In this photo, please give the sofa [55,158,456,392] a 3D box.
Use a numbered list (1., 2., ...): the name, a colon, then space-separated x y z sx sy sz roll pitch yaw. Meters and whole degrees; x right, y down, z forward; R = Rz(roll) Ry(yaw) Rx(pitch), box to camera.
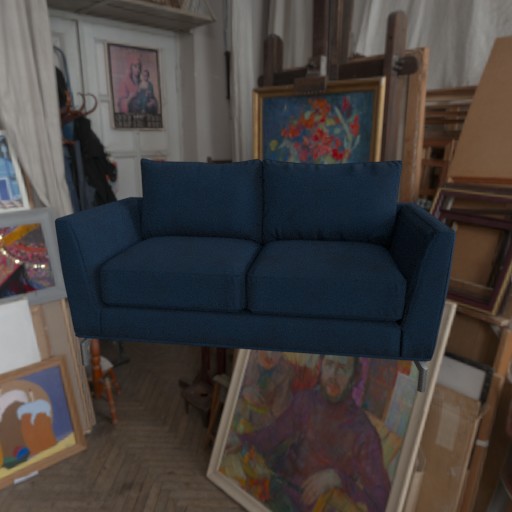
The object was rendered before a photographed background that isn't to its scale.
1. sofa: 0.000 0.000 2.374 1.770 1.002 0.853 2 15 8
